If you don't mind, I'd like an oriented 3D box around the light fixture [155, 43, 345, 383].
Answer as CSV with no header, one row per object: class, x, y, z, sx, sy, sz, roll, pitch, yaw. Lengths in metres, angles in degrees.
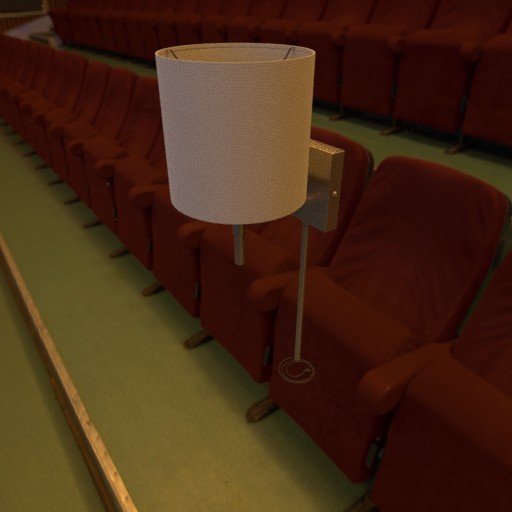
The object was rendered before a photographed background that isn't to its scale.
light fixture,0.000,0.000,0.694,0.248,0.589,0.188,-21,37,-31
